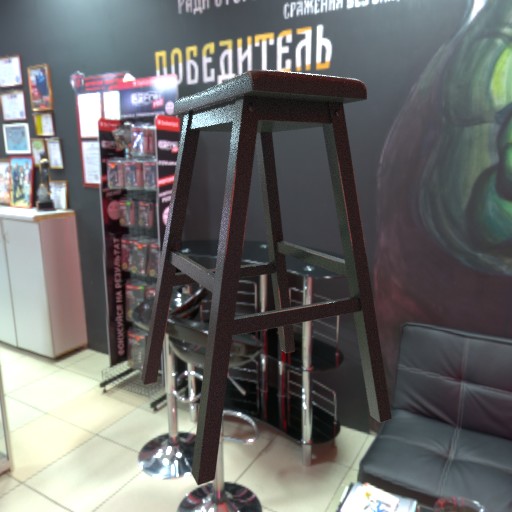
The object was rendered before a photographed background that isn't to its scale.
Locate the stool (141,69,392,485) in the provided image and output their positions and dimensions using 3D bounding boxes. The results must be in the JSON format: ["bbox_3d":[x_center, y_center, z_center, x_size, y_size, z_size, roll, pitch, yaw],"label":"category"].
[{"bbox_3d":[0.000,0.000,1.047,0.476,0.737,0.457,-6,14,-26],"label":"stool"}]
